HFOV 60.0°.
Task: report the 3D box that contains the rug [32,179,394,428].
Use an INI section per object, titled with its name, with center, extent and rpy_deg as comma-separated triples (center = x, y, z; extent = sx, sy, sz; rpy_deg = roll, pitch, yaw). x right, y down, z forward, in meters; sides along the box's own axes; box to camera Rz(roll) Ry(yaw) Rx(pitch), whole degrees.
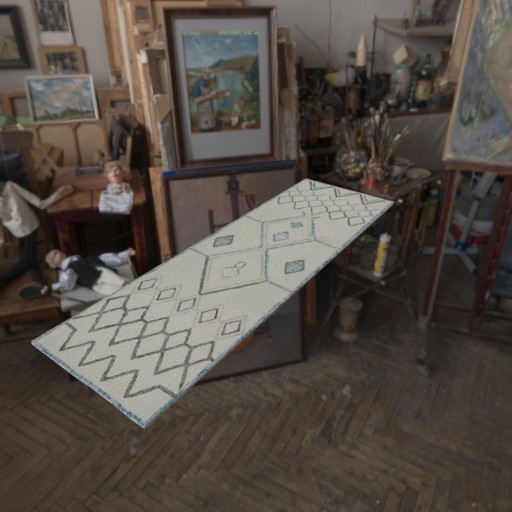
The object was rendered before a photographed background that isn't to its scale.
[rug]
center = 0.000, 0.000, 2.667
extent = 0.770, 0.013, 2.434
rpy_deg = 21, 38, 30
